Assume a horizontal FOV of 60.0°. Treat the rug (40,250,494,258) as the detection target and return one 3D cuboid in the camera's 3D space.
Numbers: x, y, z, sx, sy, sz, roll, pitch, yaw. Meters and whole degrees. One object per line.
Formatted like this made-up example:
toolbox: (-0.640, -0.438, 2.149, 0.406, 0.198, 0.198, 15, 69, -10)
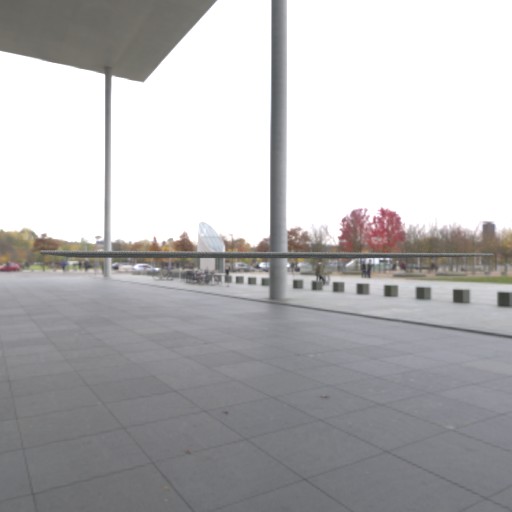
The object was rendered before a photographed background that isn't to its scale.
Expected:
rug: (0.000, 0.000, 2.836, 2.290, 0.014, 1.526, 0, -1, -16)
